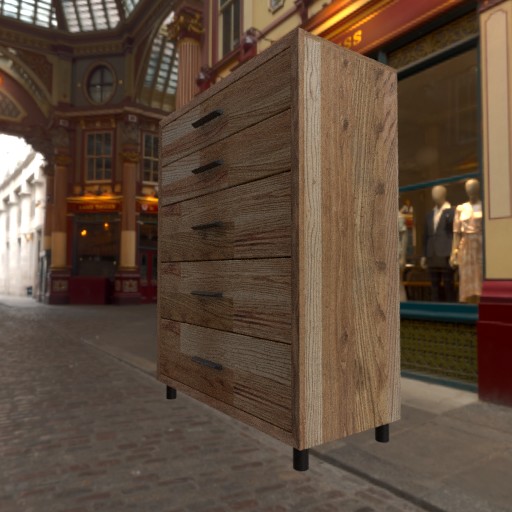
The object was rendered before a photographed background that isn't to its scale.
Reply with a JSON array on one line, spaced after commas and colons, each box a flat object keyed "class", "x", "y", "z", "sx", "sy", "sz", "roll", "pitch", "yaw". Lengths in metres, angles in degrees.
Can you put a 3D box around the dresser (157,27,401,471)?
[{"class": "dresser", "x": 0.000, "y": 0.000, "z": 1.726, "sx": 0.480, "sy": 1.243, "sz": 0.966, "roll": 1, "pitch": -3, "yaw": -36}]
